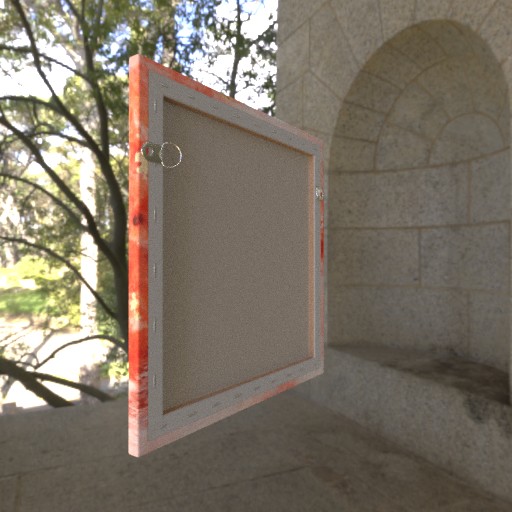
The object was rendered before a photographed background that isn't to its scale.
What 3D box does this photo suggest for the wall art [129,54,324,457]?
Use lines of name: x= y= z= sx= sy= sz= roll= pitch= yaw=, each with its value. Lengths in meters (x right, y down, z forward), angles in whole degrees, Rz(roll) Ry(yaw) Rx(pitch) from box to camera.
wall art: x=0.000 y=0.000 z=1.317 sx=0.066 sy=0.878 sz=0.878 roll=0 pitch=0 yaw=36
